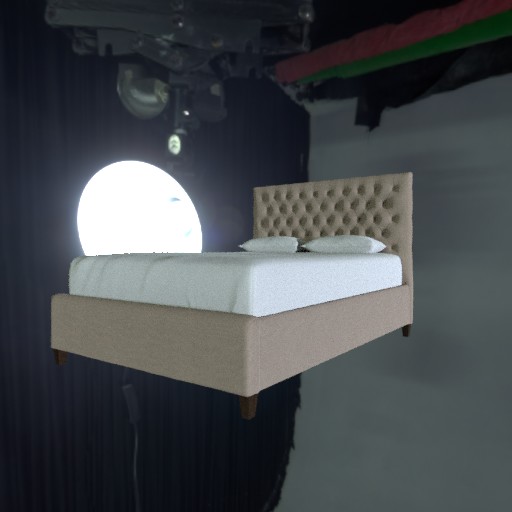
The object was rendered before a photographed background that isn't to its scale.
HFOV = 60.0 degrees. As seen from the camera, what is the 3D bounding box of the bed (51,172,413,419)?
[{"bbox_3d":[0.000,0.000,3.413,1.698,1.427,2.387,1,1,36],"label":"bed"}]
